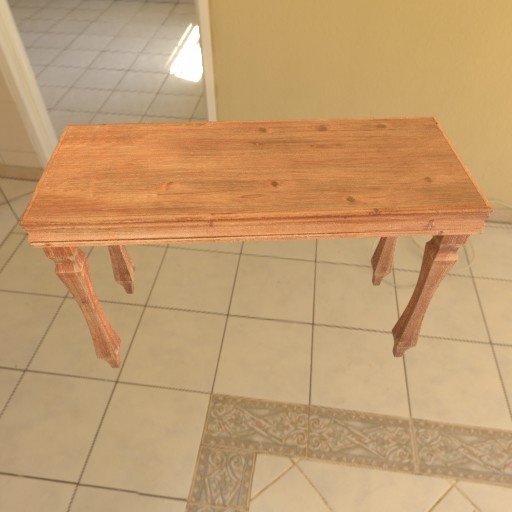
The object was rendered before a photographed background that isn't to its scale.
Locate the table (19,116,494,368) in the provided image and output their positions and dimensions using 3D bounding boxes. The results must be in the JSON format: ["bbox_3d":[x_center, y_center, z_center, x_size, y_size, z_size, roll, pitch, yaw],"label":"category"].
[{"bbox_3d":[0.000,0.000,1.732,1.330,0.873,0.522,-2,47,-2],"label":"table"}]
